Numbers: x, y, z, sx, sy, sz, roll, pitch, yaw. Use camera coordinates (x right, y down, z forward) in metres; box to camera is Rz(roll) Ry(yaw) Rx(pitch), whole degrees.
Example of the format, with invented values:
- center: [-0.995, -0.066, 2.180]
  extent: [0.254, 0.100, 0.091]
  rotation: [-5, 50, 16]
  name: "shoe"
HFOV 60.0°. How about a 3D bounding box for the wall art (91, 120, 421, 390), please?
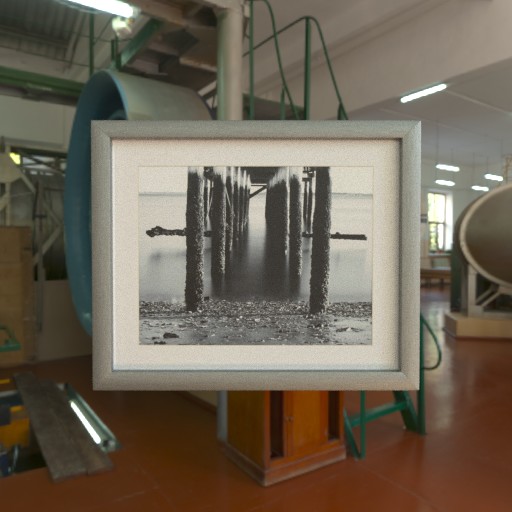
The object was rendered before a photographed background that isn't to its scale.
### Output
- center: [0.000, 0.000, 0.761]
  extent: [0.556, 0.457, 0.028]
  rotation: [0, 1, 0]
  name: "wall art"
